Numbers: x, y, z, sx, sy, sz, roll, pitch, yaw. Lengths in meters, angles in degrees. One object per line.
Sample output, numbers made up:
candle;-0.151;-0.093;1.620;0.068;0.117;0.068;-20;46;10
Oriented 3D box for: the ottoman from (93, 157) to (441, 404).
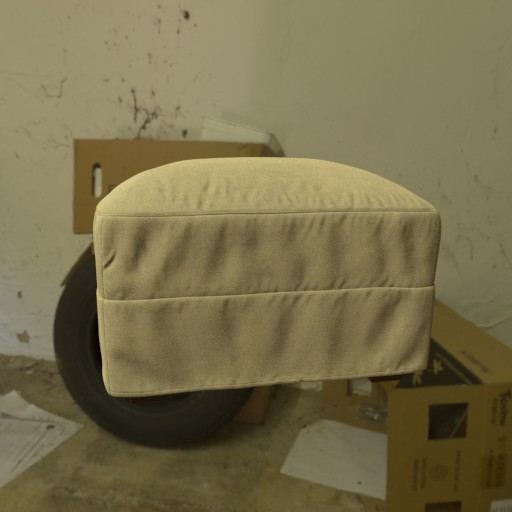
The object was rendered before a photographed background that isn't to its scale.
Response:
ottoman;0.000;0.000;1.104;0.712;0.480;0.584;-2;13;-9
